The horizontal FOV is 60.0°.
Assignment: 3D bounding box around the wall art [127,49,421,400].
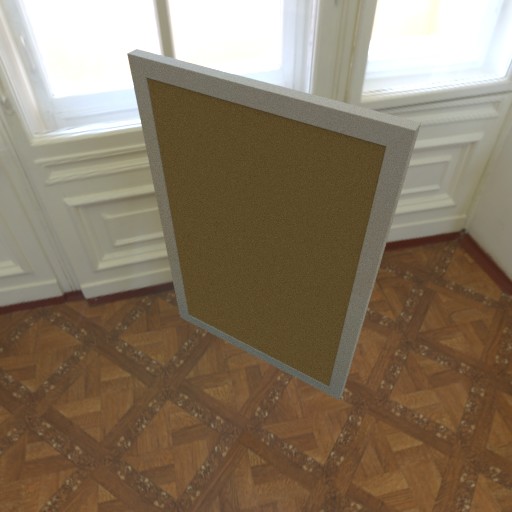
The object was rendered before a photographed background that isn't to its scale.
[{"bbox_3d":[0.000,0.000,1.439,0.764,1.143,0.038,23,50,21],"label":"wall art"}]
